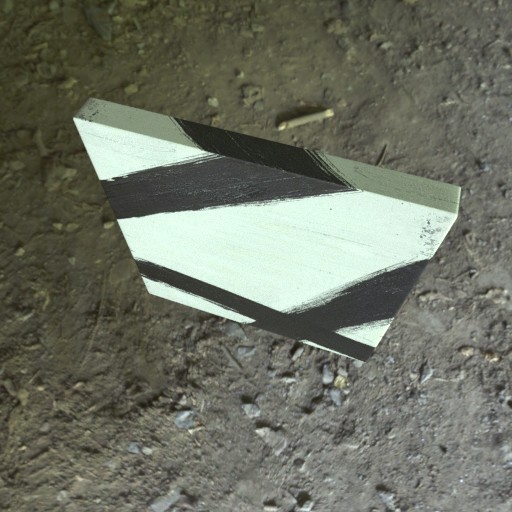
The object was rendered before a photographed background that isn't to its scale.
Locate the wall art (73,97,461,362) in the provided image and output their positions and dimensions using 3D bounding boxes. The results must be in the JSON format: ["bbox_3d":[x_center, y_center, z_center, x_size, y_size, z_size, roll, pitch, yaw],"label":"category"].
[{"bbox_3d":[0.000,0.000,0.777,0.507,0.508,0.050,16,59,10],"label":"wall art"}]
